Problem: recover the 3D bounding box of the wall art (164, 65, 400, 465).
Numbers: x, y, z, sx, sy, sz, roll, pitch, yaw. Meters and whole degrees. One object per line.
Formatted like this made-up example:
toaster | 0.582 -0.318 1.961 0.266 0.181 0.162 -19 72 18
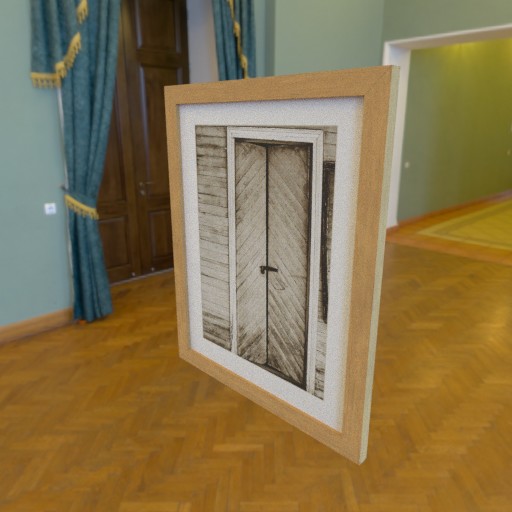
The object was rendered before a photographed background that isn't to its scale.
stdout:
wall art | 0.000 0.000 0.752 0.460 0.561 0.020 16 23 42
